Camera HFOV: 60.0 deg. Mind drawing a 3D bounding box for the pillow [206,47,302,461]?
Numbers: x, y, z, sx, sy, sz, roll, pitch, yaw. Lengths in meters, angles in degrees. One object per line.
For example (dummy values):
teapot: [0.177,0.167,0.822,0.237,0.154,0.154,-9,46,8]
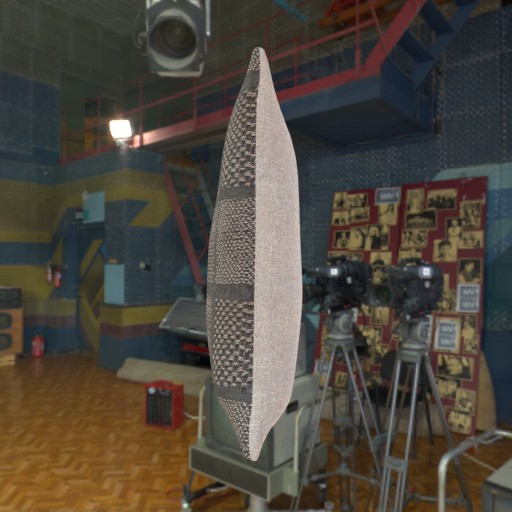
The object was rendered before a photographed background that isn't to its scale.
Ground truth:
pillow: [0.000,0.000,0.670,0.138,0.432,0.435,0,-1,1]
